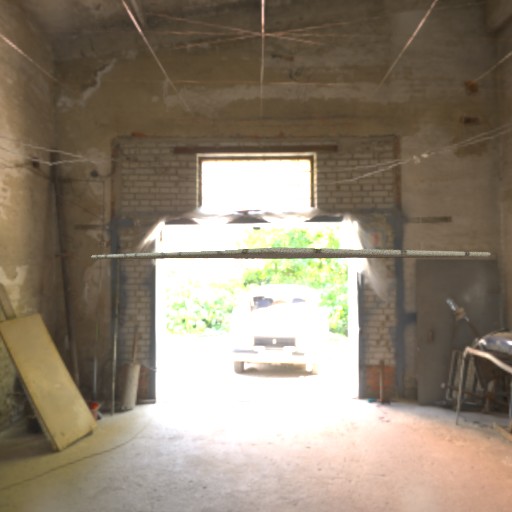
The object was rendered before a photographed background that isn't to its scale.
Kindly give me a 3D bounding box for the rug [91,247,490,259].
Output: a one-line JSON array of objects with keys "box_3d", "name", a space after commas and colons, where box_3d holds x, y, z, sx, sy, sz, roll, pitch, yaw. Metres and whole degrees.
[{"box_3d": [0.000, 0.000, 2.944, 1.501, 0.024, 2.348, 1, -1, -36], "name": "rug"}]
